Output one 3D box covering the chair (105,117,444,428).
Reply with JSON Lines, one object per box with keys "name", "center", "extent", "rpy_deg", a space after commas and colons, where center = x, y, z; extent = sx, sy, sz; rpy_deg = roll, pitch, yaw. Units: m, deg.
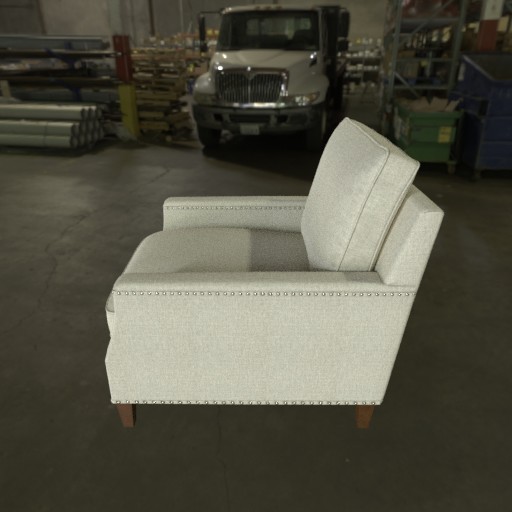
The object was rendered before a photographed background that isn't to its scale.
{"name": "chair", "center": [0.000, 0.000, 1.699], "extent": [1.014, 0.943, 0.853], "rpy_deg": [0, 25, 0]}
